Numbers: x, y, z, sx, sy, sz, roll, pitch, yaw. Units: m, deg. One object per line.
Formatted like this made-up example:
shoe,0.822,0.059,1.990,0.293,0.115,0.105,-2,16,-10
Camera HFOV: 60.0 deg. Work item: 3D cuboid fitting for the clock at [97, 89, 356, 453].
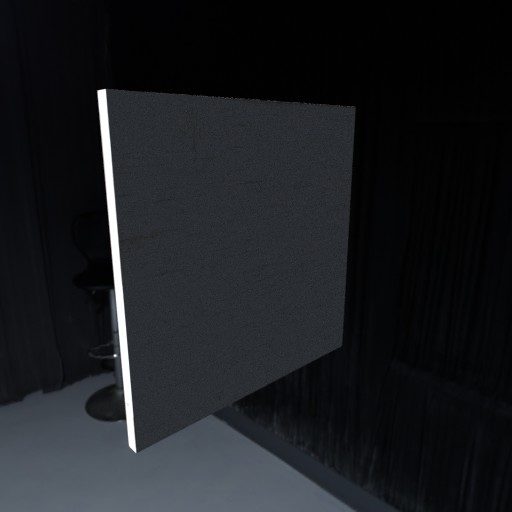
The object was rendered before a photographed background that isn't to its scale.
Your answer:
clock,0.000,0.000,1.063,0.705,0.705,0.032,-14,21,-41
